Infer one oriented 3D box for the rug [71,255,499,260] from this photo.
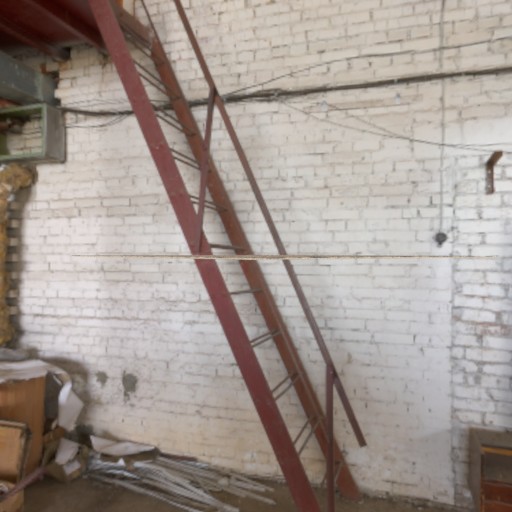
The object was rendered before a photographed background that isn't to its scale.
[{"bbox_3d":[0.000,0.000,4.068,2.437,0.015,3.205,0,0,-37],"label":"rug"}]
